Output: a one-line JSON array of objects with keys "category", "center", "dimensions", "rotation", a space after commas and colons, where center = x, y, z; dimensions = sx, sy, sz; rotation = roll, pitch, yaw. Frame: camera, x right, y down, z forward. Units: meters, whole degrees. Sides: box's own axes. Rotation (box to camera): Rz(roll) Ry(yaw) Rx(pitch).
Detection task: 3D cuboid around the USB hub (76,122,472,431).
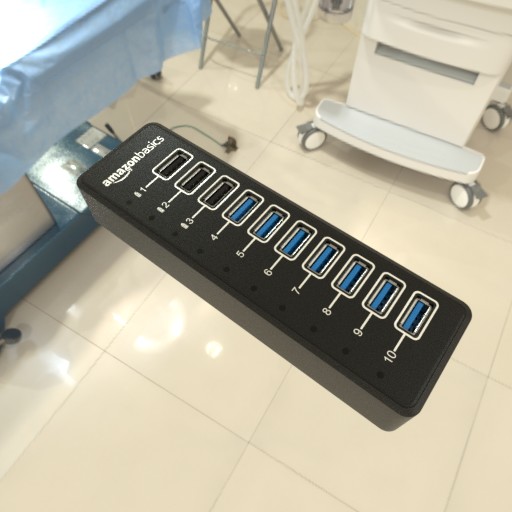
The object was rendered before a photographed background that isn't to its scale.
[{"category": "USB hub", "center": [0.000, 0.000, 0.165], "dimensions": [0.145, 0.023, 0.044], "rotation": [33, 64, 19]}]
